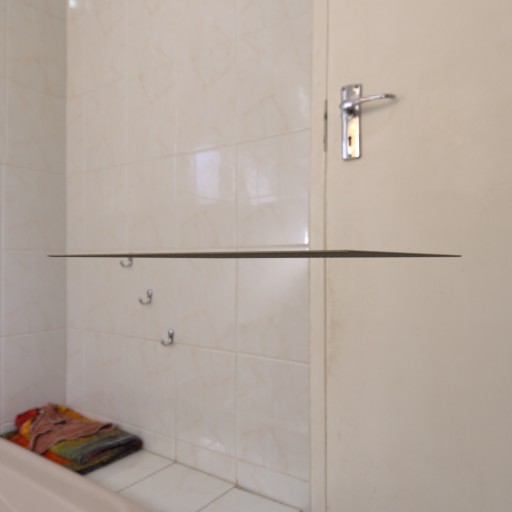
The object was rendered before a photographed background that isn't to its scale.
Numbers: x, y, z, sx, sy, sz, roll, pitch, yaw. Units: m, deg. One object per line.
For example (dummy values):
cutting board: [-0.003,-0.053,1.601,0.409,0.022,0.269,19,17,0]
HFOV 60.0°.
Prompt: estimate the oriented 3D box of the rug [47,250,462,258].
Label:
rug: [0.000,0.000,4.121,3.041,0.020,2.413,-1,-1,37]
